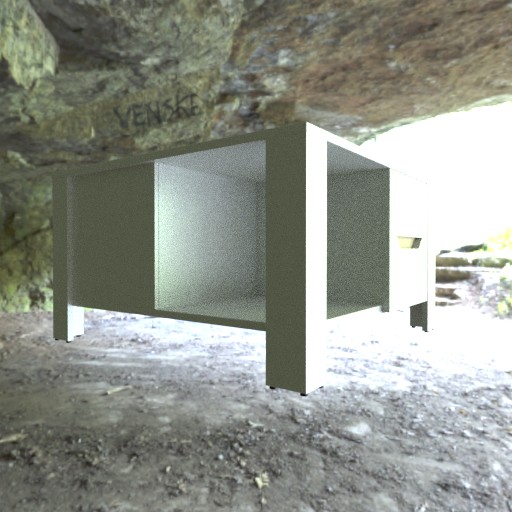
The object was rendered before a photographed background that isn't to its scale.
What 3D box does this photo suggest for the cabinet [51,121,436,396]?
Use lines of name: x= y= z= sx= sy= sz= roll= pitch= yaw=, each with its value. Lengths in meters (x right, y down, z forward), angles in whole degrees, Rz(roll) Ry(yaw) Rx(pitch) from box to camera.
cabinet: x=0.000 y=0.000 z=1.296 sx=0.800 sy=0.460 sz=0.800 roll=0 pitch=1 yaw=37
